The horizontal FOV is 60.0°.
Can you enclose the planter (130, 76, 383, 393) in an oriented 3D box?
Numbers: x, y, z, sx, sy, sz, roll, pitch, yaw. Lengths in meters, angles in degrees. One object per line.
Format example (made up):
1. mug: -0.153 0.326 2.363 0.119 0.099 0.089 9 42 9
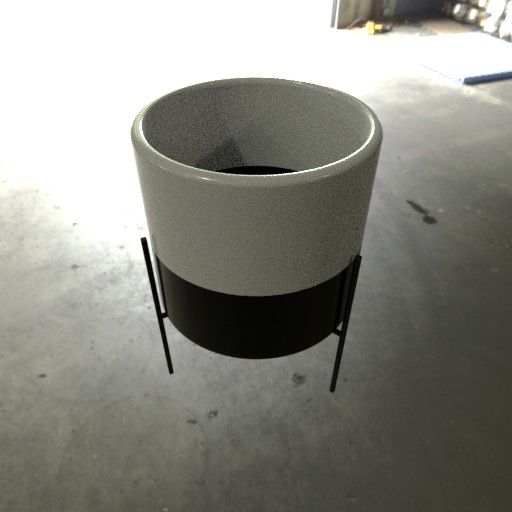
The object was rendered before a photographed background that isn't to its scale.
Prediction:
1. planter: 0.000 0.000 0.670 0.310 0.432 0.310 -26 47 -28
